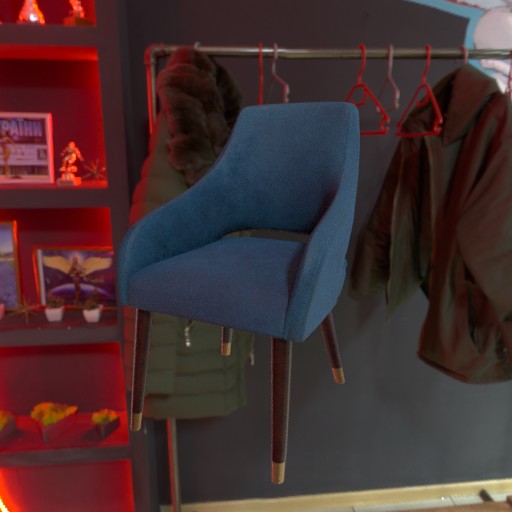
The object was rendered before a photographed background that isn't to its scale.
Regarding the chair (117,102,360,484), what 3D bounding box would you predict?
[{"bbox_3d":[0.000,0.000,1.570,0.683,1.081,0.794,7,16,26],"label":"chair"}]
